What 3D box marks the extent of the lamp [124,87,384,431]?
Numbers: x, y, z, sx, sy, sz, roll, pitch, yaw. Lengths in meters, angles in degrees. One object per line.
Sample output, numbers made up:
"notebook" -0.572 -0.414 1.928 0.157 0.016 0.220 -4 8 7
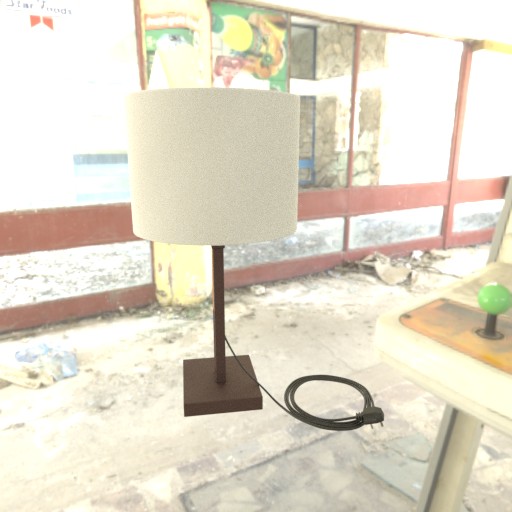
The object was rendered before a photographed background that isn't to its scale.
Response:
"lamp" 0.000 0.000 0.987 0.525 0.668 0.396 -2 14 -9
